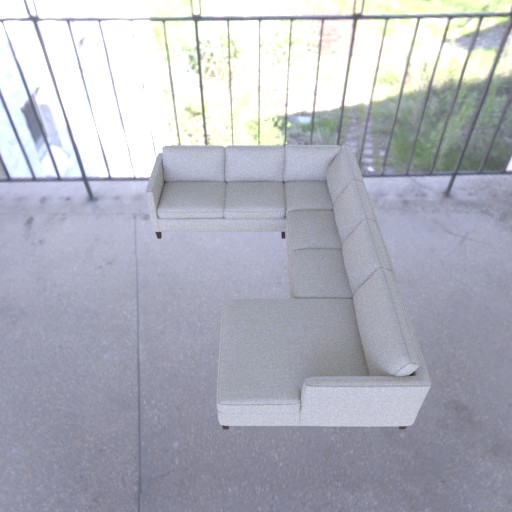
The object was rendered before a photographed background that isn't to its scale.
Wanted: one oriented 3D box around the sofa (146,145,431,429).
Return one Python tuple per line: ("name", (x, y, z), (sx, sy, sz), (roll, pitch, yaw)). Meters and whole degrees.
("sofa", (0.000, 0.000, 4.564), (2.551, 0.889, 3.403), (0, 42, 0))
